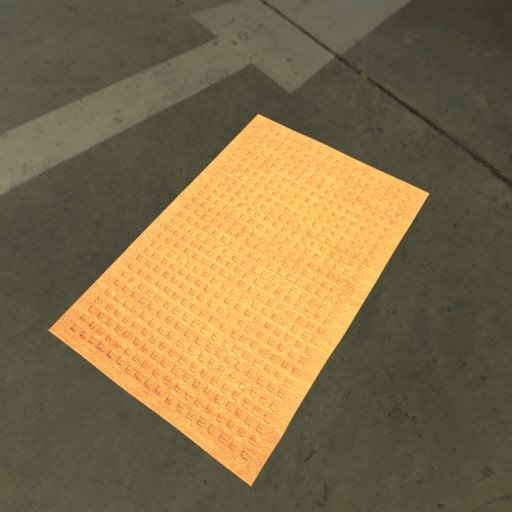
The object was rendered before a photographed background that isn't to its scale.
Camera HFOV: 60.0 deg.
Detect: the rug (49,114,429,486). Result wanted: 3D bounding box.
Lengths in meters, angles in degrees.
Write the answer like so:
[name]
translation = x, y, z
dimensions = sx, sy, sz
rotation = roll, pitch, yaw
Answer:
[rug]
translation = 0.000, 0.000, 2.256
dimensions = 1.143, 0.006, 1.747
rotation = 30, 64, 17
